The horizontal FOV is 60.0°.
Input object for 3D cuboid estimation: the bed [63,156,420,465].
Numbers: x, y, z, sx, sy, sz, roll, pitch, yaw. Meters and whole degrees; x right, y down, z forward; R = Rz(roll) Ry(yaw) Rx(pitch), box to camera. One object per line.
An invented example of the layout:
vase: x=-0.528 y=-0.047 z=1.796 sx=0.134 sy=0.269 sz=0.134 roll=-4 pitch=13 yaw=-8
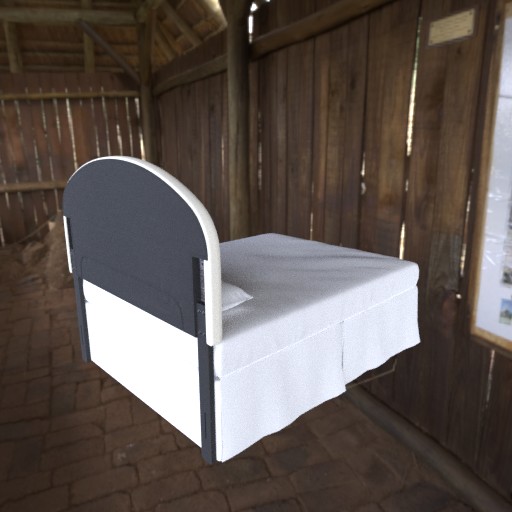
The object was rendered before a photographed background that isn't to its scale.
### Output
bed: x=0.000 y=0.000 z=3.083 sx=2.005 sy=1.410 sz=1.607 roll=-14 pitch=20 yaw=-42
